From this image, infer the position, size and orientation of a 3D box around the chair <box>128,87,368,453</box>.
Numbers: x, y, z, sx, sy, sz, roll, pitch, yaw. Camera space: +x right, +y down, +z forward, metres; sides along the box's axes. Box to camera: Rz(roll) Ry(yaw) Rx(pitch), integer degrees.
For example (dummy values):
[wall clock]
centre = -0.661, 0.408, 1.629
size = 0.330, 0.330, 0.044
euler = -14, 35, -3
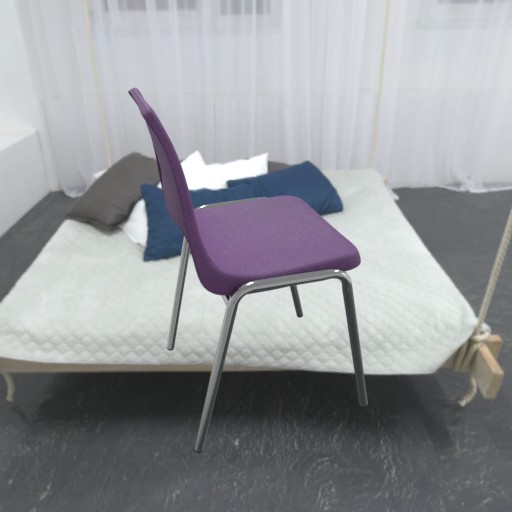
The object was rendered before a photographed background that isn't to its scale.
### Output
[chair]
centre = 0.000, 0.000, 0.963
size = 0.432, 0.704, 0.381
euler = -10, 32, -17
